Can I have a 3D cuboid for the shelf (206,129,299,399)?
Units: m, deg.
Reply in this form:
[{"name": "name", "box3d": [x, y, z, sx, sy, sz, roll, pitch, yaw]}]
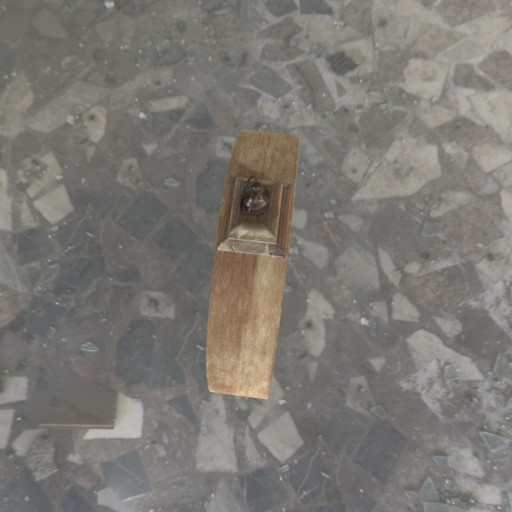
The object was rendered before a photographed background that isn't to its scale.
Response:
[{"name": "shelf", "box3d": [0.000, 0.000, 0.991, 0.125, 0.725, 0.601, 7, 73, 2]}]
